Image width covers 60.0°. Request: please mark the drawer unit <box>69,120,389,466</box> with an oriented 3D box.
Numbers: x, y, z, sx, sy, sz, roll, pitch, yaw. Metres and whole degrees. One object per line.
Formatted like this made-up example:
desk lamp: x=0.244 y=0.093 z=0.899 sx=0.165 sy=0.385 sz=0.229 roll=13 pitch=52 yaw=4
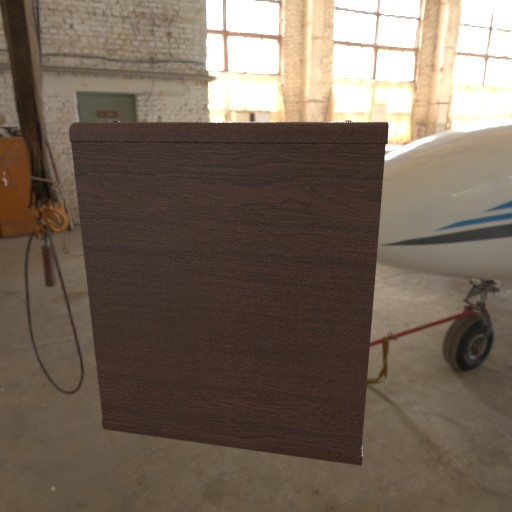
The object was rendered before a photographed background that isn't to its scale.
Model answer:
drawer unit: x=0.000 y=0.000 z=0.595 sx=0.290 sy=0.344 sz=0.344 roll=3 pitch=17 yaw=11
